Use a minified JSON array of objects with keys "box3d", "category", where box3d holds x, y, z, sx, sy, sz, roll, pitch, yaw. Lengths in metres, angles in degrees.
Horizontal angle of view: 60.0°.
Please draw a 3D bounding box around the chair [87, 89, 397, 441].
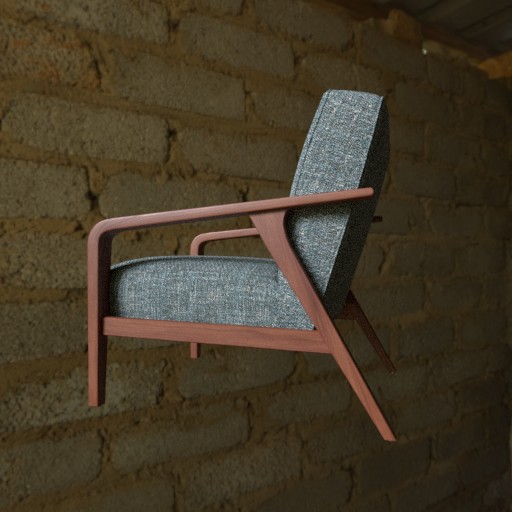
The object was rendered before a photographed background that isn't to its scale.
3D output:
[{"box3d":[0.000,0.000,1.476,0.889,0.864,0.719,0,-1,18],"category":"chair"}]
